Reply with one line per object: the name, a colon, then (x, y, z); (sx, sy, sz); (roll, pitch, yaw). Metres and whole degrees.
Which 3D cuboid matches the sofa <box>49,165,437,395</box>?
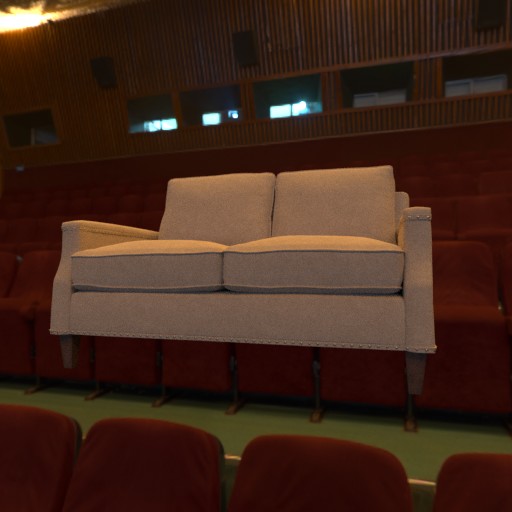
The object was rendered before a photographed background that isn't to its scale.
sofa: (0.000, 0.000, 2.229); (1.597, 1.002, 1.084); (-1, -2, 17)
